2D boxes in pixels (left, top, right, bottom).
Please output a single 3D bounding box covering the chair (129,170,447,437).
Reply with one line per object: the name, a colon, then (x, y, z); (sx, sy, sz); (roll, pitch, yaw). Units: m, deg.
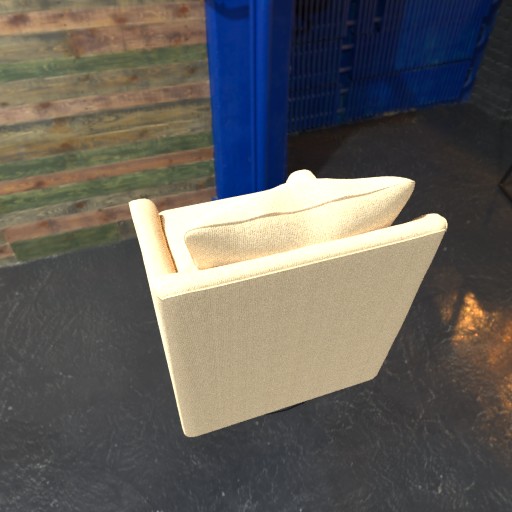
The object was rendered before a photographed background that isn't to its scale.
chair: (0.000, 0.000, 1.552); (0.760, 0.927, 0.876); (-13, 43, -14)
